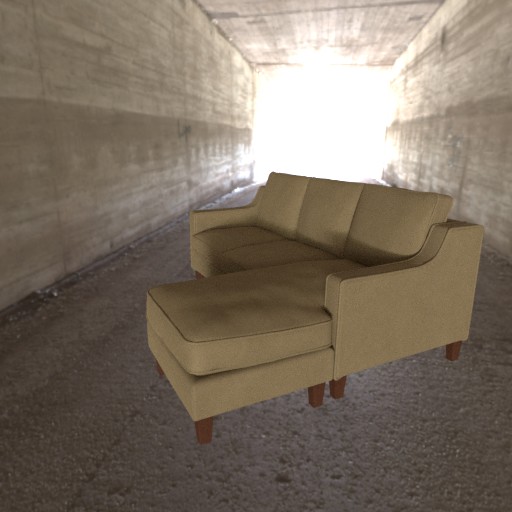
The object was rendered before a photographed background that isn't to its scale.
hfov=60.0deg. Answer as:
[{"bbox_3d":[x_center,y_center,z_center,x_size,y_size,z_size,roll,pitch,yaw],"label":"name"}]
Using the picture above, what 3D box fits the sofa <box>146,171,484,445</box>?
[{"bbox_3d":[0.000,0.000,3.237,1.858,1.066,2.317,-8,17,-26],"label":"sofa"}]
